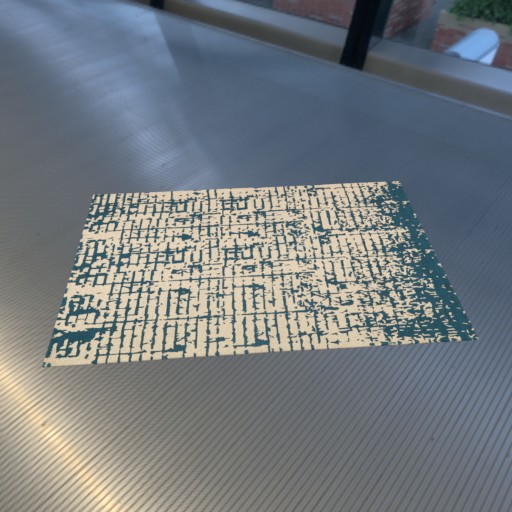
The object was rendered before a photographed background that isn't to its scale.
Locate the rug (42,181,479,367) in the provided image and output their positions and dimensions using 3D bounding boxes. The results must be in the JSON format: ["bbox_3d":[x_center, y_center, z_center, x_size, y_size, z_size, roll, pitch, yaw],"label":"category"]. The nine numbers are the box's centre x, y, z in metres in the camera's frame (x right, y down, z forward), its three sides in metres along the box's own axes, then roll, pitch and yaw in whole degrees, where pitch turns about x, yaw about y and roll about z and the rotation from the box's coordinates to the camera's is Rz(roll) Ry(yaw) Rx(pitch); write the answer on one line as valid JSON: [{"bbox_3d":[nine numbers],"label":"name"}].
[{"bbox_3d":[0.000,0.000,2.990,2.435,0.011,1.517,-3,46,-3],"label":"rug"}]
